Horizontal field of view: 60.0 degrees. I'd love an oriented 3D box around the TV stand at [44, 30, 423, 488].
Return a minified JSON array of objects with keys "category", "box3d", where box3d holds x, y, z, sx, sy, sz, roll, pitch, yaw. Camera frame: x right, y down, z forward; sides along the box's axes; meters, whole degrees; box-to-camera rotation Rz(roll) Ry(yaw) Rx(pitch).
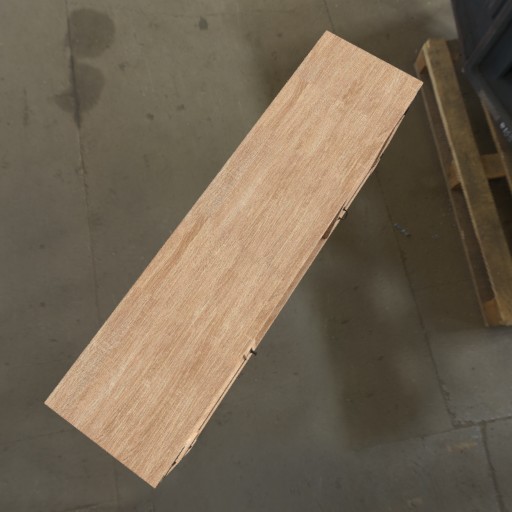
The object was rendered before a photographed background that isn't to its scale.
[{"category":"TV stand","box3d":[0.000,0.000,1.621,0.398,0.610,1.466,33,77,9]}]
